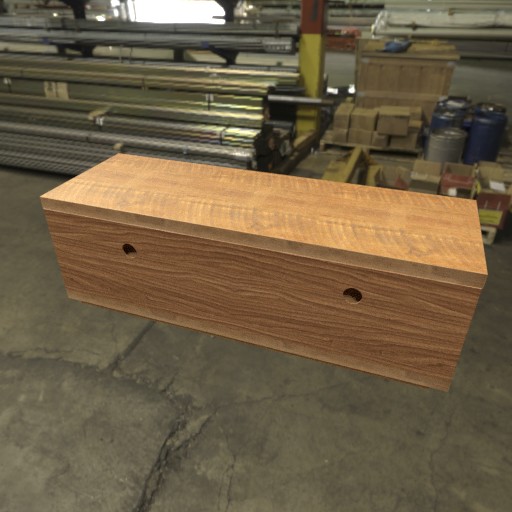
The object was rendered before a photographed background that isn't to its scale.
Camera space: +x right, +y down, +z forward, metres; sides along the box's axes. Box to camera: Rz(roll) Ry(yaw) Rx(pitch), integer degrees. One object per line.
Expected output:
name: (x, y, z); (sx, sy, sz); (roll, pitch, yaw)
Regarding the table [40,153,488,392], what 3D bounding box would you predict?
table: (0.000, 0.000, 1.732); (1.499, 0.491, 0.499); (11, 34, 16)
